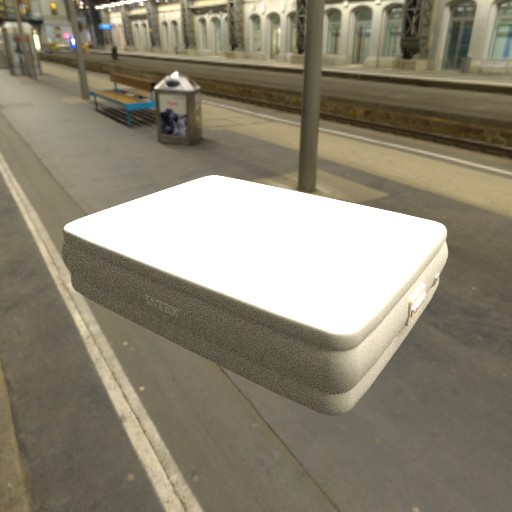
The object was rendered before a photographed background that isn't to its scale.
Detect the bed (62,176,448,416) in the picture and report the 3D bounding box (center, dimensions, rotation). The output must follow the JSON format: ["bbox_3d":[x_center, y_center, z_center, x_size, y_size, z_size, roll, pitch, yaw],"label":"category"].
[{"bbox_3d":[0.000,0.000,2.767,2.036,0.460,1.520,18,31,32],"label":"bed"}]
